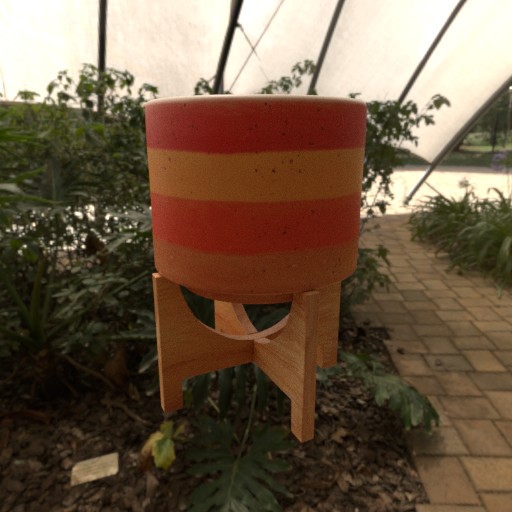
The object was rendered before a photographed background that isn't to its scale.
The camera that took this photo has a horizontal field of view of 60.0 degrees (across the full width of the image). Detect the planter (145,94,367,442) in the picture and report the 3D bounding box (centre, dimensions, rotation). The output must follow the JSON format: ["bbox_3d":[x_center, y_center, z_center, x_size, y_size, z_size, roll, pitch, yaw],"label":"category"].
[{"bbox_3d":[0.000,0.000,0.578,0.269,0.379,0.269,0,16,0],"label":"planter"}]
